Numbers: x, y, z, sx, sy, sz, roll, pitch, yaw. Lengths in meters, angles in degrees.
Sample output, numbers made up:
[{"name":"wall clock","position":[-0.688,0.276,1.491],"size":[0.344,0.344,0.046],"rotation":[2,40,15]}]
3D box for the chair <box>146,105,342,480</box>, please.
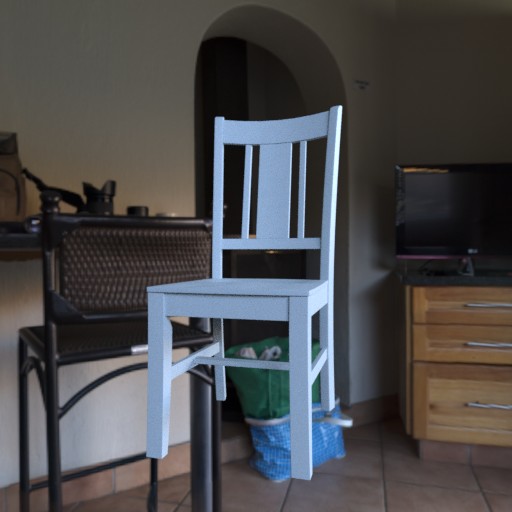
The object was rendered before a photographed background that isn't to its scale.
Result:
[{"name":"chair","position":[0.000,0.000,1.299],"size":[0.450,0.998,0.555],"rotation":[0,0,16]}]
